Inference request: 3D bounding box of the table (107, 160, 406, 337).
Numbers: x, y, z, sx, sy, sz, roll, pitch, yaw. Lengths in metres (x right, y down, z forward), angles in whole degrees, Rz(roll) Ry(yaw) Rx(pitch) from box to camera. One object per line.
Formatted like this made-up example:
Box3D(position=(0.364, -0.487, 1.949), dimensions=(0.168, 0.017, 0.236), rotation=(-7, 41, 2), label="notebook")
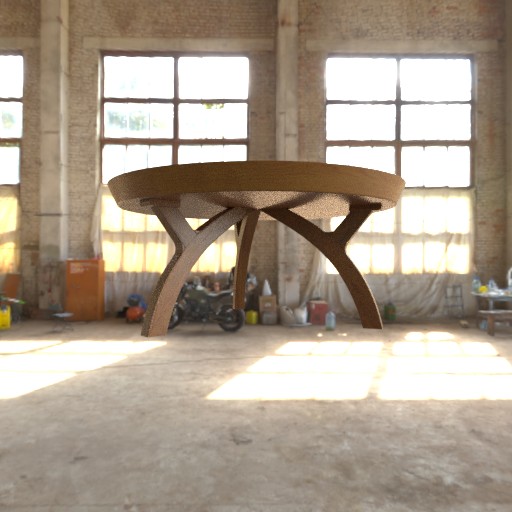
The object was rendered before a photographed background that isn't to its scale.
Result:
Box3D(position=(0.000, 0.000, 1.582), dimensions=(1.016, 0.470, 1.016), rotation=(0, 0, 0), label="table")
